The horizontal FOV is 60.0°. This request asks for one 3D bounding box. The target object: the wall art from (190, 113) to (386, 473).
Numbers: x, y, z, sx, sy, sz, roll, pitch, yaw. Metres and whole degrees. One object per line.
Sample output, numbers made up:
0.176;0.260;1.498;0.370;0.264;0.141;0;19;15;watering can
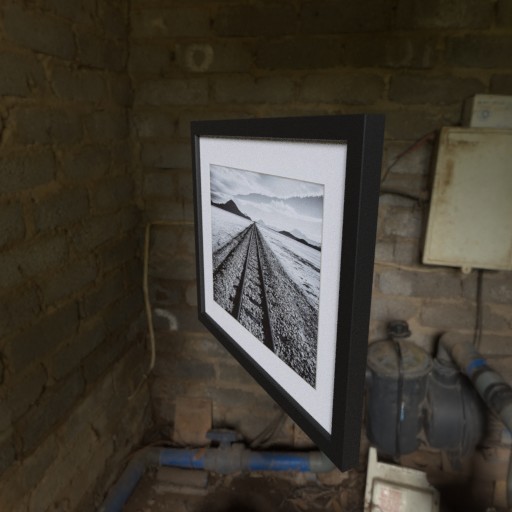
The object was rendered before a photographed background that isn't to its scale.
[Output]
0.000;0.000;0.773;0.029;0.458;0.559;-8;18;-26;wall art
